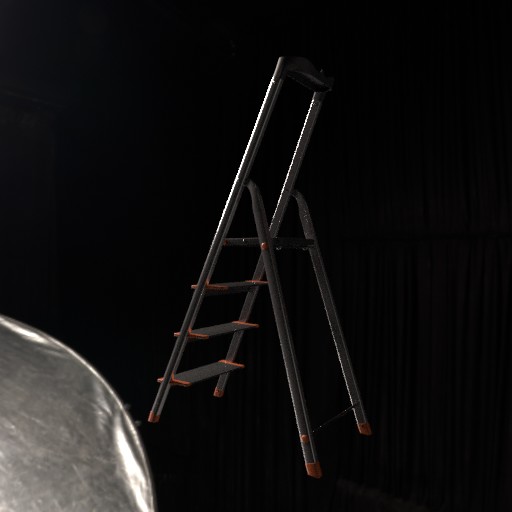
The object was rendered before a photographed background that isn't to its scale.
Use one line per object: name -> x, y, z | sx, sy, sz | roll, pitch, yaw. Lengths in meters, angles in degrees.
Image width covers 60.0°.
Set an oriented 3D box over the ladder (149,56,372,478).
ladder -> 0.000, 0.000, 1.850 | 0.834, 1.429, 0.452 | 0, 0, 36
